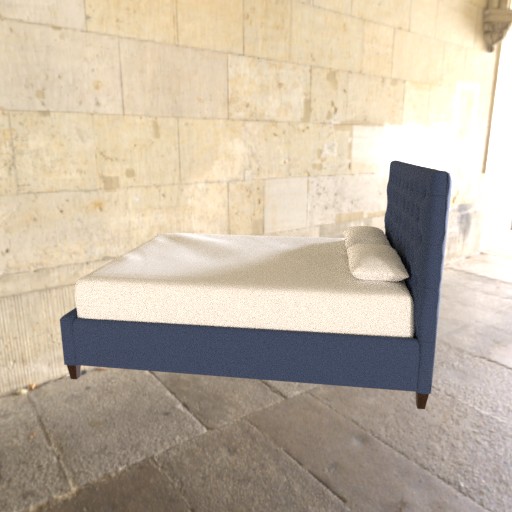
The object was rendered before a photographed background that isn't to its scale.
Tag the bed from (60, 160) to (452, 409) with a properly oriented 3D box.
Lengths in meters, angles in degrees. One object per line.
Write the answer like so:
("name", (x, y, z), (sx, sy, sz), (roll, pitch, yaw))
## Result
("bed", (0.000, 0.000, 3.480), (2.387, 1.427, 1.706), (2, 14, 9))
